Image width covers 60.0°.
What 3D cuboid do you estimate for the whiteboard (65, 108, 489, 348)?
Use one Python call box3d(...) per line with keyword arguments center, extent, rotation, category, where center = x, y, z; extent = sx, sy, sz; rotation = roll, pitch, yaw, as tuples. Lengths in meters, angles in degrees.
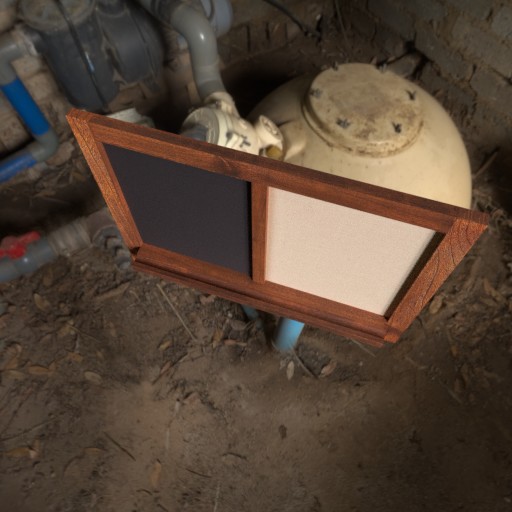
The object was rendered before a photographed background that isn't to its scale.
box3d(center=(0.000, 0.000, 0.997), extent=(0.768, 0.553, 0.083), rotation=(16, 61, 10), category="whiteboard")
